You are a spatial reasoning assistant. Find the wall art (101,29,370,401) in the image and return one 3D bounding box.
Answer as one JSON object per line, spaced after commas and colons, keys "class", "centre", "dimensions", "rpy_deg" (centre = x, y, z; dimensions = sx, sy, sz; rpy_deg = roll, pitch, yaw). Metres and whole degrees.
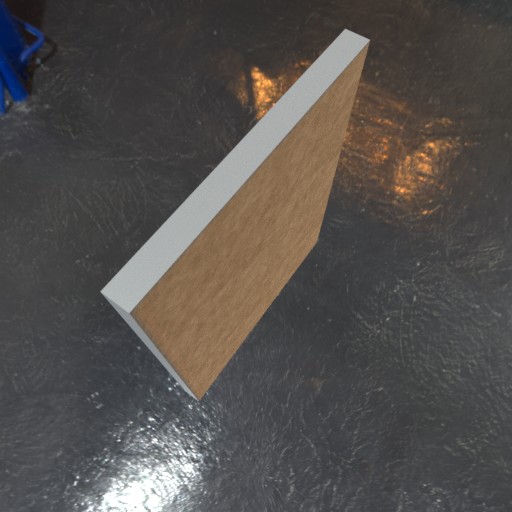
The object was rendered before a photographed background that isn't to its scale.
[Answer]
{"class": "wall art", "centre": [0.000, 0.000, 0.742], "dimensions": [0.037, 0.554, 0.453], "rpy_deg": [33, 68, 15]}
